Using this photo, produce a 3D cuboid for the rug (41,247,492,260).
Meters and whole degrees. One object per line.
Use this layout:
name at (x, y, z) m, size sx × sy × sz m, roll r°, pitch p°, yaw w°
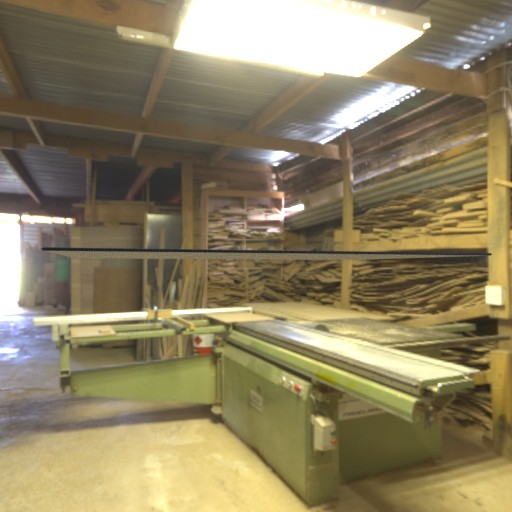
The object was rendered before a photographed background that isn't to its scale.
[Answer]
rug at (0.000, 0.000, 2.831) m, size 2.294 × 0.014 × 1.528 m, roll 0°, pitch -2°, yaw -19°
